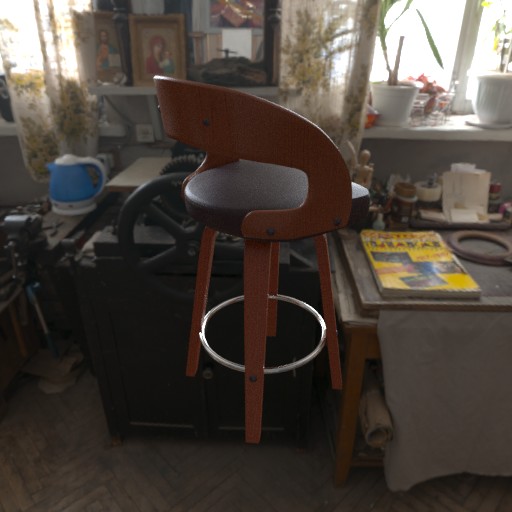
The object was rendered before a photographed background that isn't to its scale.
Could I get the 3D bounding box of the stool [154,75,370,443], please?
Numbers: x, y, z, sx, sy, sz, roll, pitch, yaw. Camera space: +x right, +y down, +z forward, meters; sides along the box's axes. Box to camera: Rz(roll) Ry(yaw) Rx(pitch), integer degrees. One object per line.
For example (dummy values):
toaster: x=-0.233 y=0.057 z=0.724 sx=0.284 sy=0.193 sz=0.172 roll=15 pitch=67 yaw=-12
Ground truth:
stool: x=0.000 y=0.000 z=1.212 sx=0.457 sy=0.940 sz=0.457 roll=-20 pitch=33 yaw=-33
